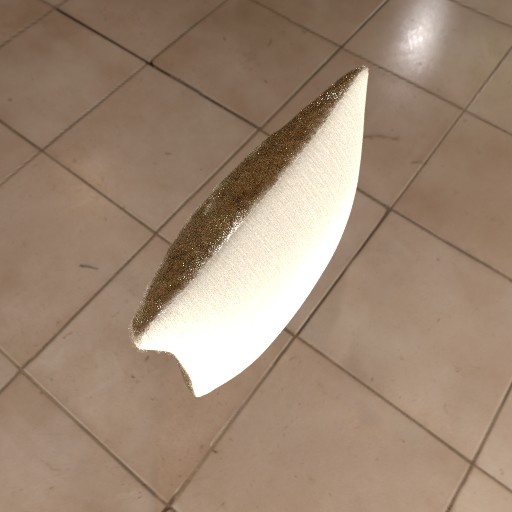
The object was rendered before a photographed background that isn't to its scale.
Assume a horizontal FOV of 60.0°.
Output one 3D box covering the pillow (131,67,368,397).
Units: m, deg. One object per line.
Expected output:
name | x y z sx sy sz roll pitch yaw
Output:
pillow | 0.000 0.000 0.819 0.216 0.525 0.538 34 69 15
